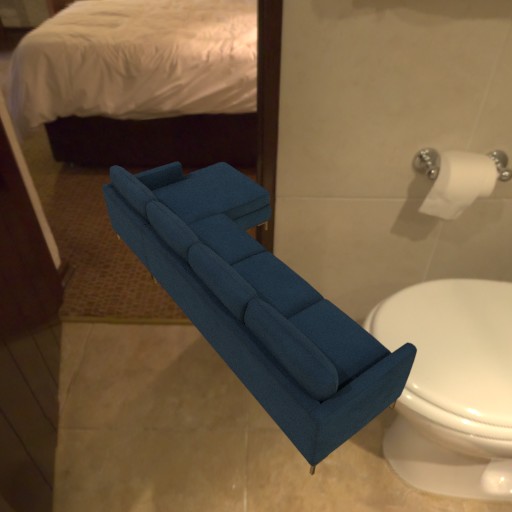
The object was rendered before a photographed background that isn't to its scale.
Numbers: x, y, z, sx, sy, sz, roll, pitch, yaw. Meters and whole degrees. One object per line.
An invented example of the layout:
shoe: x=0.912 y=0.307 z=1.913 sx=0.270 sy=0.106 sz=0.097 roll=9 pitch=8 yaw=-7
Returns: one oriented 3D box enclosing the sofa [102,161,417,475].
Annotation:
sofa: x=0.000 y=0.000 z=3.533 sx=1.350 sy=0.810 sz=2.932 roll=-25 pitch=46 yaw=-27
